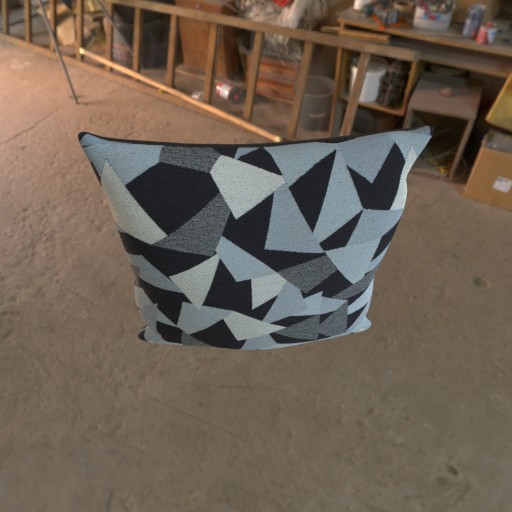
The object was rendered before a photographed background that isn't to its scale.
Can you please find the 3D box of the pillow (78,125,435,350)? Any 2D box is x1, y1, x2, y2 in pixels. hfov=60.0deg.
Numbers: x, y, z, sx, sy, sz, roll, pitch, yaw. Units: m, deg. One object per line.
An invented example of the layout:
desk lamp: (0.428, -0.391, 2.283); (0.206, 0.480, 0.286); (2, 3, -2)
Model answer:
pillow: (0.000, 0.000, 0.775); (0.503, 0.496, 0.208); (-3, 47, -2)
